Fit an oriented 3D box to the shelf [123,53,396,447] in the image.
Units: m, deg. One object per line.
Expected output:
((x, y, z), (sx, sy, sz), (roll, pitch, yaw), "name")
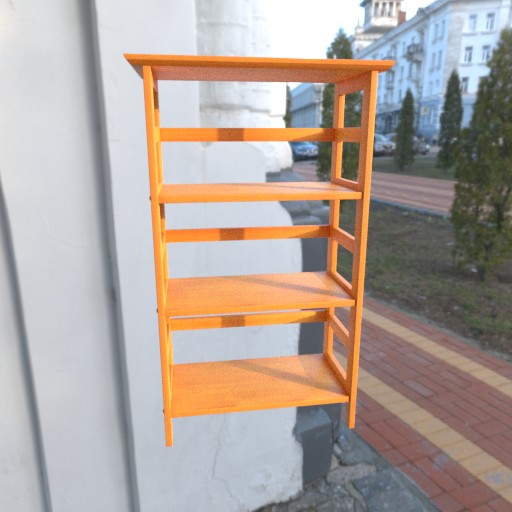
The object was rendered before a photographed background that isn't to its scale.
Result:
((0.000, 0.000, 1.345), (0.660, 1.067, 0.305), (-2, 15, -8), "shelf")
